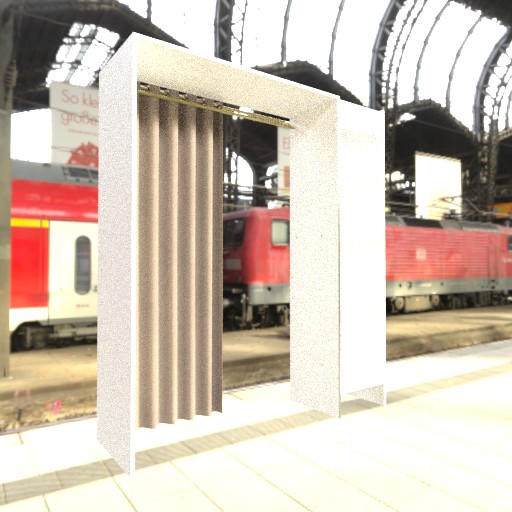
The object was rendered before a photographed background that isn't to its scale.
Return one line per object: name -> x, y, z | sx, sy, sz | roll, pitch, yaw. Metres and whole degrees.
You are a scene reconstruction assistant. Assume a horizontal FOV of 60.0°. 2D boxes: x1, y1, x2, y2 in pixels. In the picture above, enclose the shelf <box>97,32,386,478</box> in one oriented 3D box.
shelf -> 0.000, 0.000, 2.473 | 1.600, 1.820, 0.500 | 1, -1, -35
